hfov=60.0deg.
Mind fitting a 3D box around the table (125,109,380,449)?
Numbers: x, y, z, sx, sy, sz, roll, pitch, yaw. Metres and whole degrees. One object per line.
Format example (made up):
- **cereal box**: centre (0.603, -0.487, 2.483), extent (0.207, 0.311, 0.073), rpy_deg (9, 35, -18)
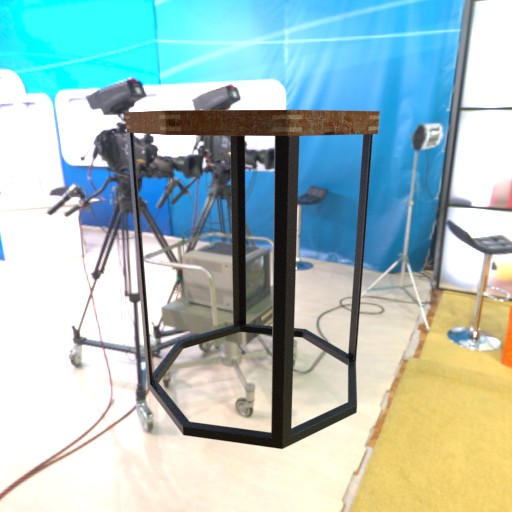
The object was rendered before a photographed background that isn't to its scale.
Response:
- **table**: centre (0.000, 0.000, 0.882), extent (0.458, 0.543, 0.458), rpy_deg (-3, 17, -11)
